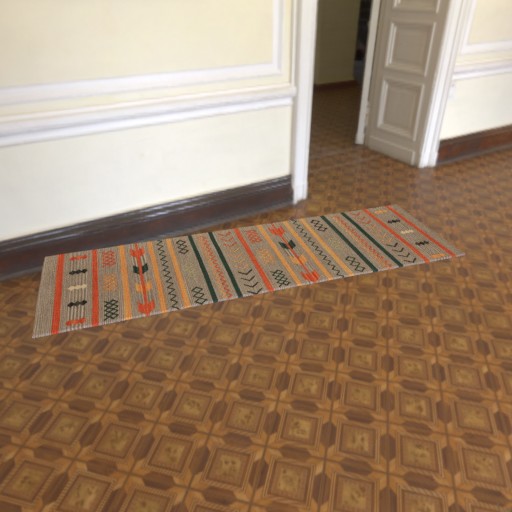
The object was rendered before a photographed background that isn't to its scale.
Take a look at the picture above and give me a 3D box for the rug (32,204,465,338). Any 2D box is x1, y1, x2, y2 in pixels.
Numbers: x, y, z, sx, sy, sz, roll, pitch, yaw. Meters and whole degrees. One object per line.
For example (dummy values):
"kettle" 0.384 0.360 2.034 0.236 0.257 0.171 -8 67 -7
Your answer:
"rug" 0.000 0.000 2.659 2.419 0.022 0.744 -10 33 -15
